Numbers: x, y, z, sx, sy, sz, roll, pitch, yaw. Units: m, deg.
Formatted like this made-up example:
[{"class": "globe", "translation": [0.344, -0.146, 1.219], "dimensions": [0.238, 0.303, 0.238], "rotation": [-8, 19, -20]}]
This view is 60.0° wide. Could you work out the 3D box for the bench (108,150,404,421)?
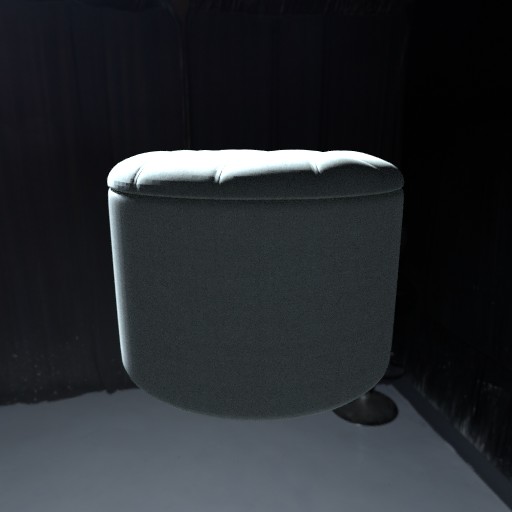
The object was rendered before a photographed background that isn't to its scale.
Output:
[{"class": "bench", "translation": [0.000, 0.000, 0.979], "dimensions": [0.600, 0.453, 0.600], "rotation": [0, 14, 0]}]
